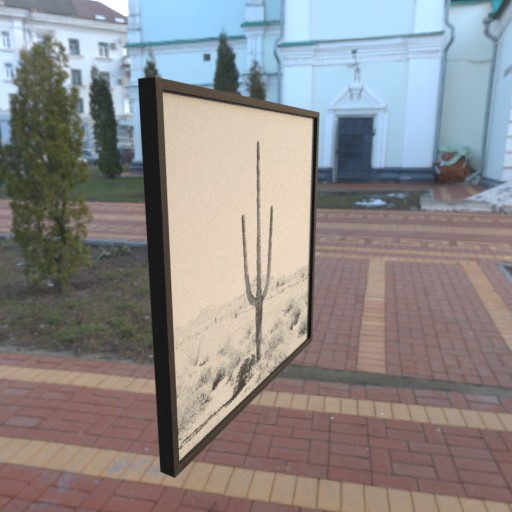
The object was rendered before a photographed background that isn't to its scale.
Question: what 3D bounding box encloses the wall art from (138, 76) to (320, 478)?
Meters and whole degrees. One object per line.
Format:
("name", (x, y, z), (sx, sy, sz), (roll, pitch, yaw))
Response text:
("wall art", (0.000, 0.000, 1.145), (0.038, 0.762, 0.762), (7, 15, 28))
